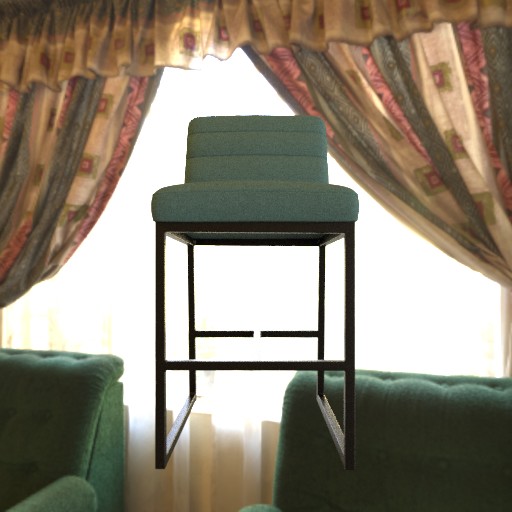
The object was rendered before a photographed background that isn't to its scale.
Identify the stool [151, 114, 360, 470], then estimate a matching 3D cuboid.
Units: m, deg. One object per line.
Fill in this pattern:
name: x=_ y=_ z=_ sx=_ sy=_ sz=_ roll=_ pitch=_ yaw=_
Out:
stool: x=0.000 y=0.000 z=1.228 sx=0.460 sy=0.940 sz=0.560 roll=0 pitch=-1 yaw=0
